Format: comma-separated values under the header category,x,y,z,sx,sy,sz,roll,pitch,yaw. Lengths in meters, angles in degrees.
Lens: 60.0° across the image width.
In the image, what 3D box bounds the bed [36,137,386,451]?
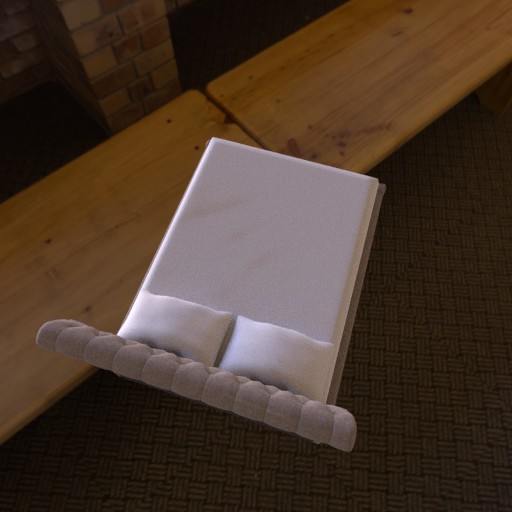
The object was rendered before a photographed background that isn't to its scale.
category,x,y,z,sx,sy,sz,roll,pitch,yaw
bed,0.000,0.000,3.194,1.645,1.371,2.252,16,65,8
